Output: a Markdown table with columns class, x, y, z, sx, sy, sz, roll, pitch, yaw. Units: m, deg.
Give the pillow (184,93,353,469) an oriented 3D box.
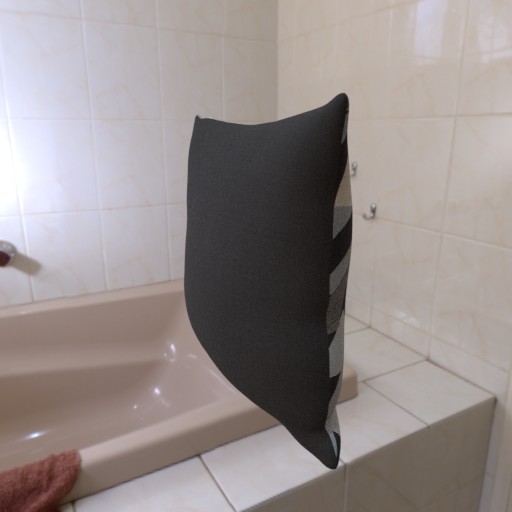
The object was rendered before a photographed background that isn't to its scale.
| class | x | y | z | sx | sy | sz | roll | pitch | yaw |
| --- | --- | --- | --- | --- | --- | --- | --- | --- | --- |
| pillow | 0.000 | 0.000 | 0.765 | 0.208 | 0.496 | 0.503 | -8 | 17 | -26 |
